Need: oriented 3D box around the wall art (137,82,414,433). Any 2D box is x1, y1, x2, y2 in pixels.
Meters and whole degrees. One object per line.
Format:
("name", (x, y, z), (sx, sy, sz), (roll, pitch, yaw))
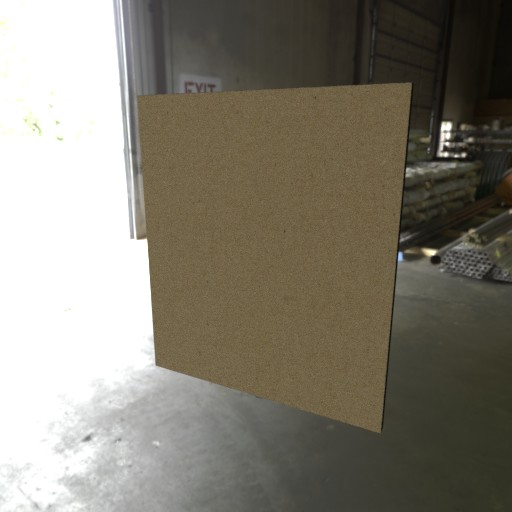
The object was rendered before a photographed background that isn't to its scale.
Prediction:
("wall art", (0.000, 0.000, 1.229), (0.755, 0.863, 0.028), (8, 18, 27))
